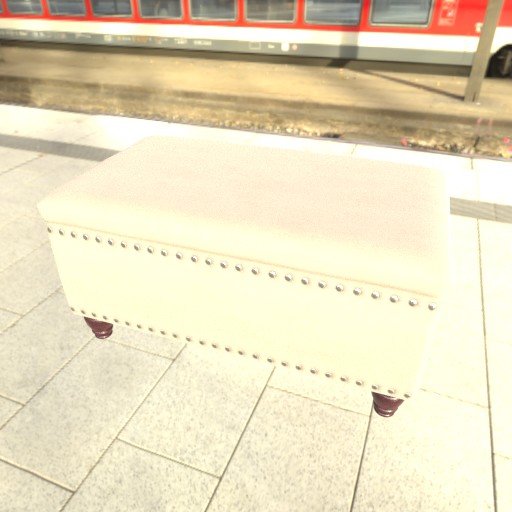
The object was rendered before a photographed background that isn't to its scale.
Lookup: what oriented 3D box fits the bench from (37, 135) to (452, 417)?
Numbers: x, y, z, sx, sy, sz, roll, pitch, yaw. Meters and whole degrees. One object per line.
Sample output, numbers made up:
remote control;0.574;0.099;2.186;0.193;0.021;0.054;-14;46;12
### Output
bench;0.000;0.000;1.179;0.887;0.449;0.500;11;34;16
